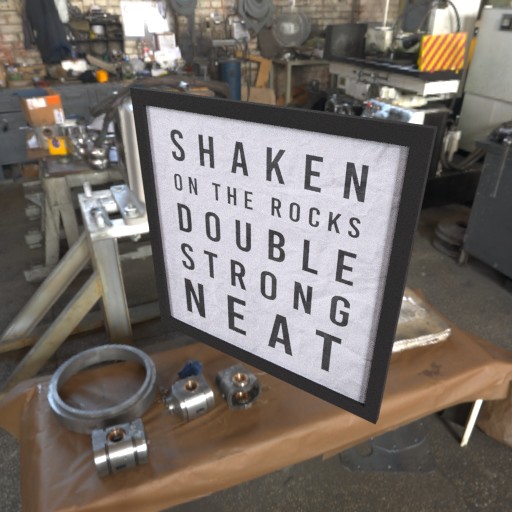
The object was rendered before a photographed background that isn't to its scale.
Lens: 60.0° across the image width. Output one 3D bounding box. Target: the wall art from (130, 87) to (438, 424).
[{"bbox_3d":[0.000,0.000,0.692,0.456,0.458,0.013,18,35,28],"label":"wall art"}]
